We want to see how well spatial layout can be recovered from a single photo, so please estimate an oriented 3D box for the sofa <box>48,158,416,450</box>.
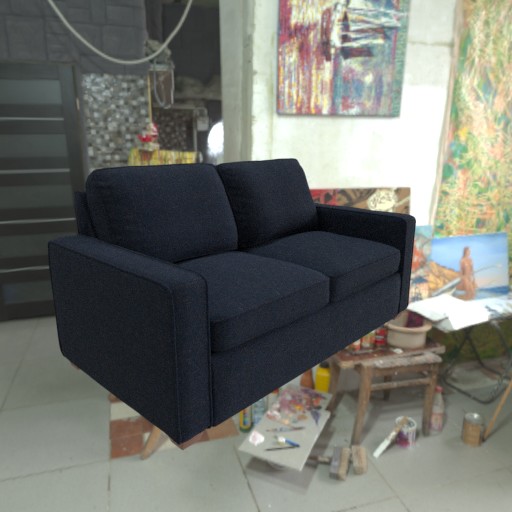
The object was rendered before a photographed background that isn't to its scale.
[{"bbox_3d":[0.000,0.000,2.247,0.947,0.918,1.709,14,20,42],"label":"sofa"}]
